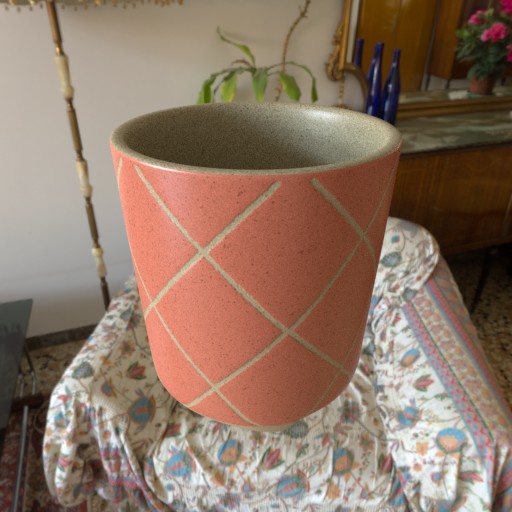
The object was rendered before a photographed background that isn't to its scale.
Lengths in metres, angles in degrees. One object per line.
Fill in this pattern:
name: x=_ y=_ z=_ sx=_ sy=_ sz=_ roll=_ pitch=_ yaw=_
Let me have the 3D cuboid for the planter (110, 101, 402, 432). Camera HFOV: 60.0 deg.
planter: x=0.000 y=0.000 z=0.348 sx=0.191 sy=0.200 sz=0.191 roll=0 pitch=29 yaw=0
